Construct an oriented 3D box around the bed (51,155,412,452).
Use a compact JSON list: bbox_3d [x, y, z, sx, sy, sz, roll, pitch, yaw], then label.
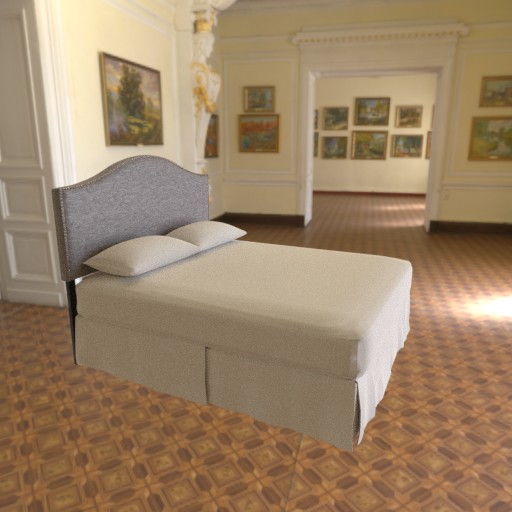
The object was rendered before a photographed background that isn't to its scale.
[{"bbox_3d":[0.000,0.000,2.949,1.870,1.295,1.610,7,16,26],"label":"bed"}]
